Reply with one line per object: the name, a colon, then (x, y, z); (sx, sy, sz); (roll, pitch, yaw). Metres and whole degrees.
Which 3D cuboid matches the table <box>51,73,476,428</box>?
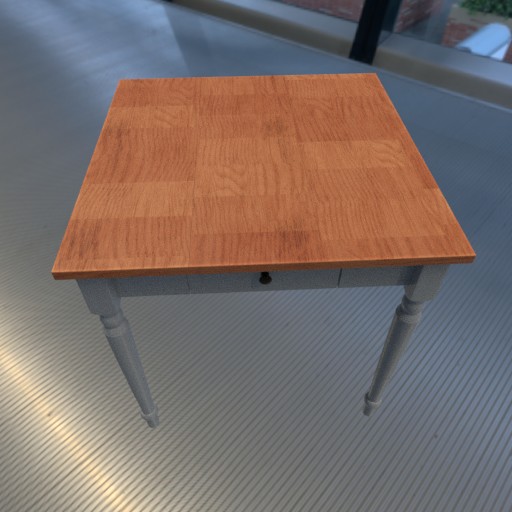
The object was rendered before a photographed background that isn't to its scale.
table: (0.000, 0.000, 1.299); (0.747, 0.738, 0.747); (-2, 46, -2)
